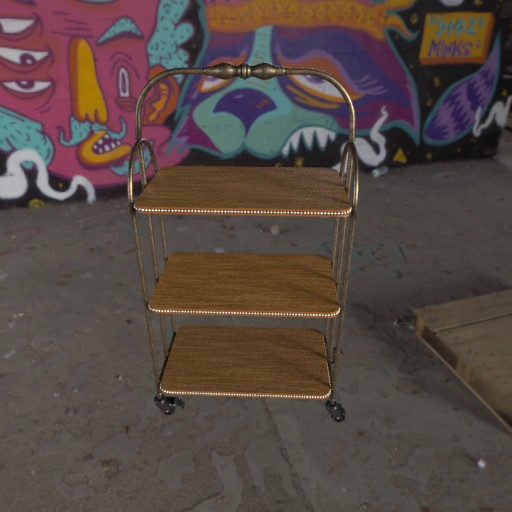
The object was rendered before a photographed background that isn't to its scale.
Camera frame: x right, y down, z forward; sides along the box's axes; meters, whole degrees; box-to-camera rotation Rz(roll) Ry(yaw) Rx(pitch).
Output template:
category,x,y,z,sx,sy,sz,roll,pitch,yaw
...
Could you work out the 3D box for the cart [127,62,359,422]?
category,x,y,z,sx,sy,sz,roll,pitch,yaw
cart,0.000,0.000,1.308,0.650,1.052,0.330,1,29,2
